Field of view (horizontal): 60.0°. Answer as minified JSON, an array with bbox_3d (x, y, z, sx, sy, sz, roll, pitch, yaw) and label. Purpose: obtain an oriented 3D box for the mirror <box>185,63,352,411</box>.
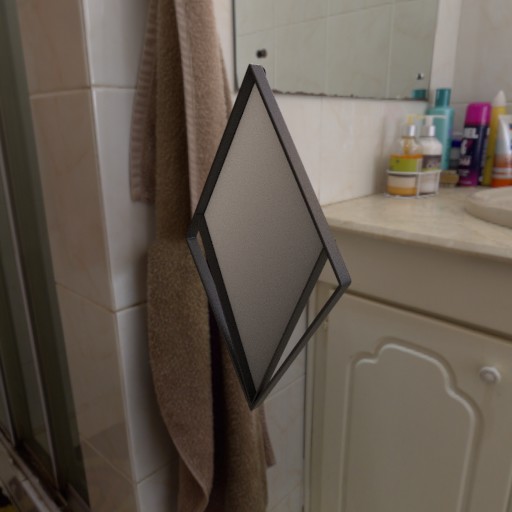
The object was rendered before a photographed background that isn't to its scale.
[{"bbox_3d":[0.000,0.000,0.850,0.032,0.679,0.419,-16,23,-42],"label":"mirror"}]
